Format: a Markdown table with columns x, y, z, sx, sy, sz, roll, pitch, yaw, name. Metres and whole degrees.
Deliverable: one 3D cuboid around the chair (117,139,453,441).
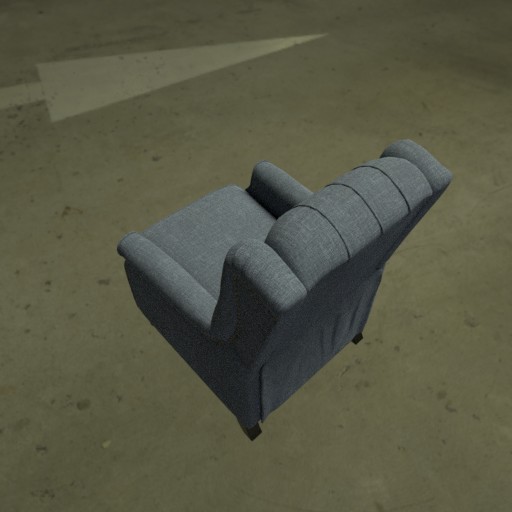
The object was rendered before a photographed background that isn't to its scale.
| x | y | z | sx | sy | sz | roll | pitch | yaw | name |
| --- | --- | --- | --- | --- | --- | --- | --- | --- | --- |
| 0.000 | 0.000 | 1.603 | 0.742 | 1.035 | 0.898 | -34 | 56 | -27 | chair |
